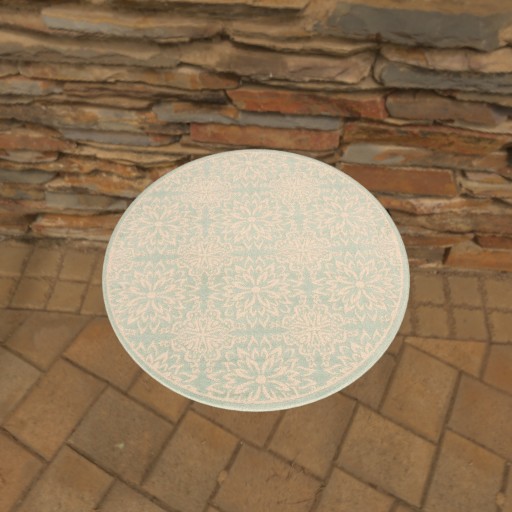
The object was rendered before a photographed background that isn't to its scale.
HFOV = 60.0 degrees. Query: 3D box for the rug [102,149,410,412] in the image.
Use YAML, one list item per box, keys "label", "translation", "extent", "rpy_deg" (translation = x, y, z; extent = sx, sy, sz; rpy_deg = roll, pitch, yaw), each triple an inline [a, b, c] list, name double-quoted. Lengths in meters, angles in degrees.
- label: "rug"
  translation: [0.000, 0.000, 2.335]
  extent: [1.593, 0.012, 1.593]
  rpy_deg: [0, 57, 0]
